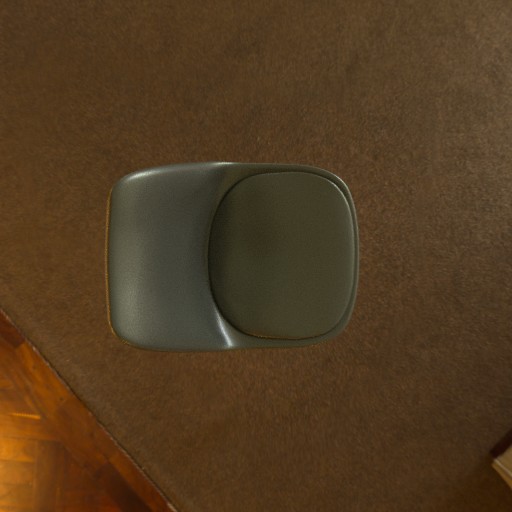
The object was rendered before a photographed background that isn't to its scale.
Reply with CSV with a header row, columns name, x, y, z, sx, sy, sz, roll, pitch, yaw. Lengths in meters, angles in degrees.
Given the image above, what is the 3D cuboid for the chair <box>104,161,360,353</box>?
name,x,y,z,sx,sy,sz,roll,pitch,yaw
chair,0.000,0.000,1.173,0.525,0.850,0.461,0,91,0
